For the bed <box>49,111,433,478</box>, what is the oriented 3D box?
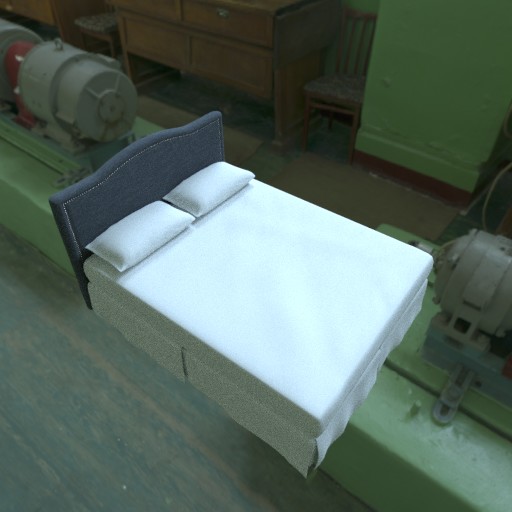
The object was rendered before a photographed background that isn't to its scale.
[{"bbox_3d":[0.000,0.000,3.976,2.689,1.457,2.161,28,49,26],"label":"bed"}]
